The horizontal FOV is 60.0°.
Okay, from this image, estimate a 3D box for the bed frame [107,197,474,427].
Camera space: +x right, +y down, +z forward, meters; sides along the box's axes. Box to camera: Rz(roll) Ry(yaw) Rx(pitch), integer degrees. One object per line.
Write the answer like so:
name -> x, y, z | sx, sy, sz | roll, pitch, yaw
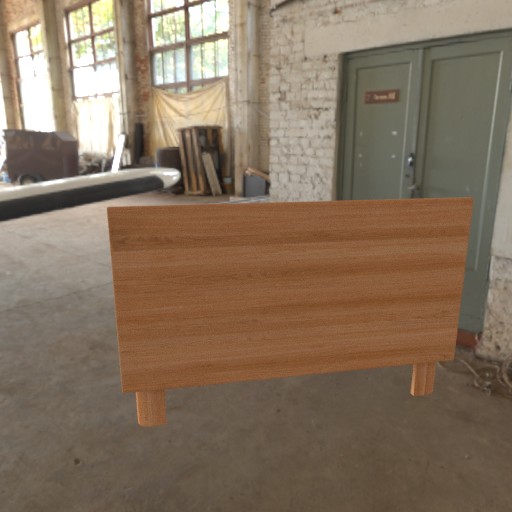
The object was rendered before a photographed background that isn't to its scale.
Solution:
bed frame -> 0.000, 0.000, 2.781 | 1.472, 0.940, 1.992 | -3, 15, -11
